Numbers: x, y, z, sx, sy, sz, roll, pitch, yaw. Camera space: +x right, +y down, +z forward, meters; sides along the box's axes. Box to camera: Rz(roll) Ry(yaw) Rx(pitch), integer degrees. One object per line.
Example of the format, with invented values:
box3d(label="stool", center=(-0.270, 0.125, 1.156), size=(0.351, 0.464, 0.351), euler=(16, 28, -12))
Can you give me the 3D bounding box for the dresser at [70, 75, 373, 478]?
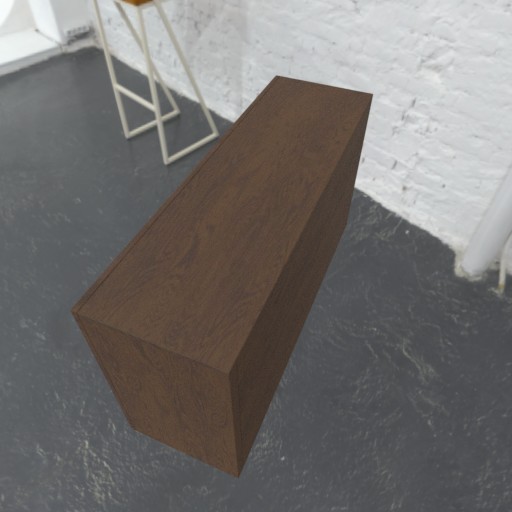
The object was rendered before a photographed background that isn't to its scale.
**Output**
box3d(label="dresser", center=(0.000, 0.000, 1.943), size=(0.512, 0.889, 1.523), euler=(17, 50, 16))
